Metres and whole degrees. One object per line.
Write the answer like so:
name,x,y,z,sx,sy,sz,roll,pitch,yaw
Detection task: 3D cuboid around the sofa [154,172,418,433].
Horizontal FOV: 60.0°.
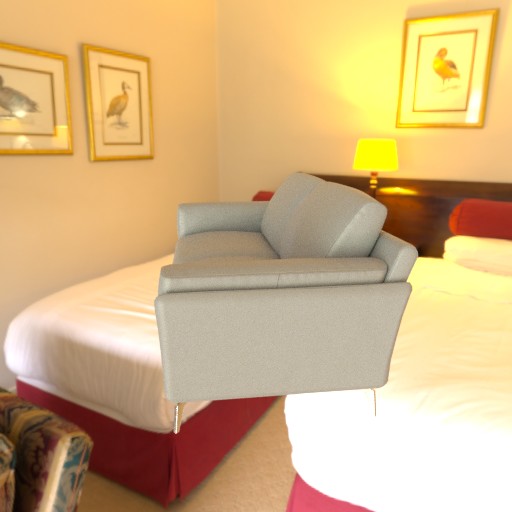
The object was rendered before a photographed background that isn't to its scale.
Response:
sofa,0.000,0.000,2.716,1.049,0.930,2.101,-2,15,-7
